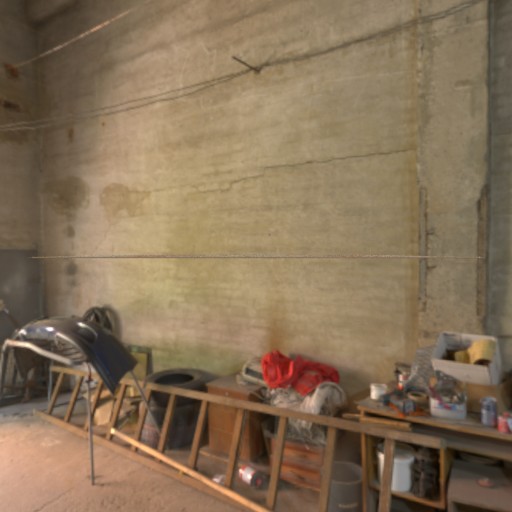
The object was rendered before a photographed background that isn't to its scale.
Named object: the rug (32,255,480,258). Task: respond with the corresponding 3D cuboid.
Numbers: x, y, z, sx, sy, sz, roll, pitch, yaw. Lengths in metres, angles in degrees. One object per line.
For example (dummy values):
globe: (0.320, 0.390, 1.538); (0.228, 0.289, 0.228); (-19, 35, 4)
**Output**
rug: (0.000, 0.000, 4.236); (3.143, 0.008, 2.451); (0, 0, 0)
